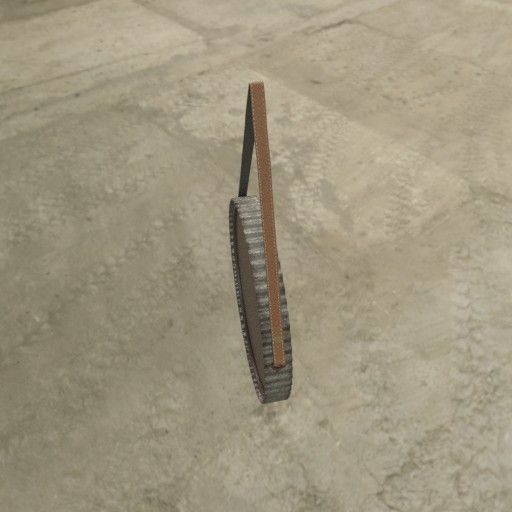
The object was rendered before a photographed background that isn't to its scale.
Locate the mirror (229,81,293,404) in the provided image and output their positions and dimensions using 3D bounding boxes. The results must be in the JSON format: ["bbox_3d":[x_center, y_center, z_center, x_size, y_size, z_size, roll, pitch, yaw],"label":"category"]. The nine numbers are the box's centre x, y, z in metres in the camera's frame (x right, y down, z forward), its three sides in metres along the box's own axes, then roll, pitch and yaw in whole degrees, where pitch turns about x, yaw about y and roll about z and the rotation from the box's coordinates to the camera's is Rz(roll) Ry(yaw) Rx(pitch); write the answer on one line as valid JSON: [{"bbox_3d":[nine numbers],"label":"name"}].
[{"bbox_3d":[0.000,0.000,0.704,0.042,0.568,0.355,-8,47,-8],"label":"mirror"}]
